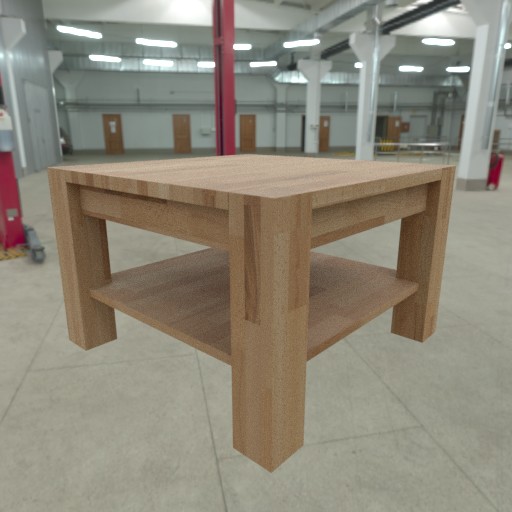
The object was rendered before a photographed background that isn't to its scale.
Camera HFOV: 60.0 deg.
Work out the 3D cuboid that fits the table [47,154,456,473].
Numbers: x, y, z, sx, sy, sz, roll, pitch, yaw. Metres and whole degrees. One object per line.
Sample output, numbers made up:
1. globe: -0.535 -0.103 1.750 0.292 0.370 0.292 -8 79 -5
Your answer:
1. table: 0.000 0.000 1.134 0.700 0.451 0.700 14 22 40
